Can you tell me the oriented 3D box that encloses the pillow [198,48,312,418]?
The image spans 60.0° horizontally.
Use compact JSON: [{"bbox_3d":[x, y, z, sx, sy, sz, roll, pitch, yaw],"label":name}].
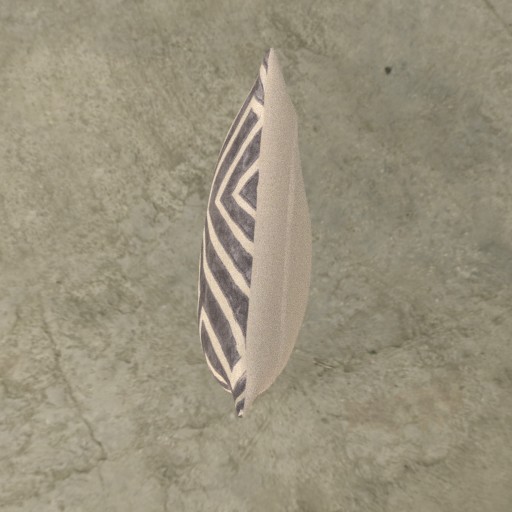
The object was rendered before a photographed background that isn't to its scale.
[{"bbox_3d":[0.000,0.000,0.699,0.182,0.441,0.440,5,76,1],"label":"pillow"}]
